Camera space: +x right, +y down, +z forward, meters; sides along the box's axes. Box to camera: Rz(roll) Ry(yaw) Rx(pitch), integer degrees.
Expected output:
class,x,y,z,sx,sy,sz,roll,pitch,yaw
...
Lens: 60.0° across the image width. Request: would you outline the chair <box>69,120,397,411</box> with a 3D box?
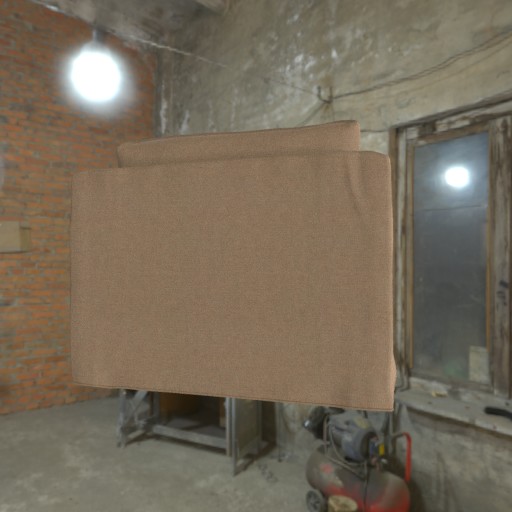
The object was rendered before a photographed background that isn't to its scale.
class,x,y,z,sx,sy,sz,roll,pitch,yaw
chair,0.000,0.000,1.764,1.057,0.863,0.949,0,-2,16
